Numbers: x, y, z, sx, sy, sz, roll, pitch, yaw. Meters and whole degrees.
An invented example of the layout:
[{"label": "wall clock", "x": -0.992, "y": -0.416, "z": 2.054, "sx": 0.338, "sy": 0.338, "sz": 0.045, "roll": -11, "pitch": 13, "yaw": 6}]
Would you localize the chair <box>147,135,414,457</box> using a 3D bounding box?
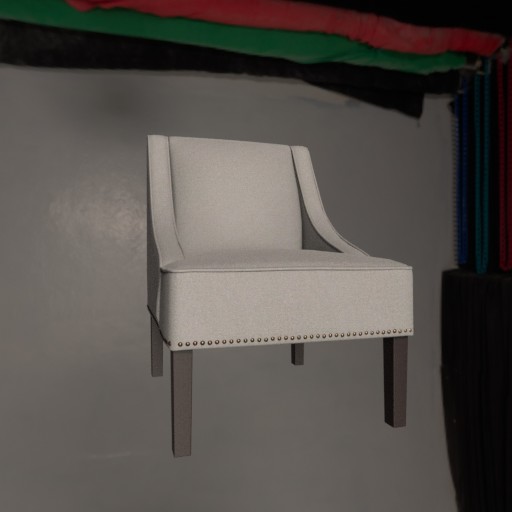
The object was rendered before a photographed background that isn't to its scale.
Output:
[{"label": "chair", "x": 0.000, "y": 0.000, "z": 1.365, "sx": 0.631, "sy": 0.867, "sz": 0.747, "roll": 0, "pitch": 0, "yaw": -17}]
